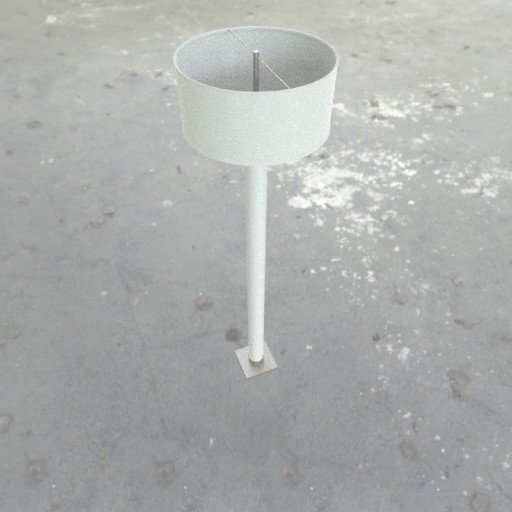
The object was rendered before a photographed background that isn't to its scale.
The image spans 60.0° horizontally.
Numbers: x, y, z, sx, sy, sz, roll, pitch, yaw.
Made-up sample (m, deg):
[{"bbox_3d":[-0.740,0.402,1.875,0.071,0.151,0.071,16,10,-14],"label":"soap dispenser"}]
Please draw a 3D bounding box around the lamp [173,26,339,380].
[{"bbox_3d":[0.000,0.000,1.645,0.420,1.475,0.420,-16,48,-15],"label":"lamp"}]
